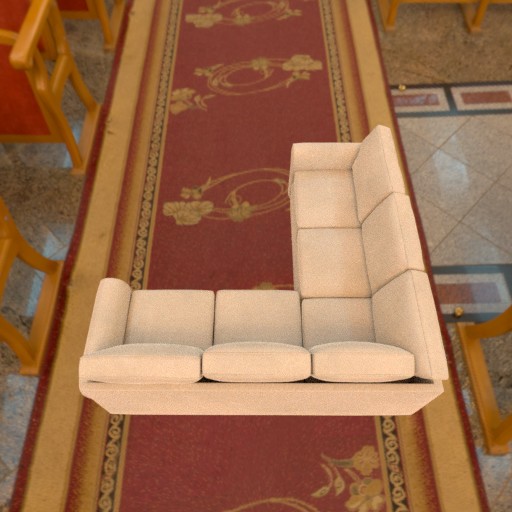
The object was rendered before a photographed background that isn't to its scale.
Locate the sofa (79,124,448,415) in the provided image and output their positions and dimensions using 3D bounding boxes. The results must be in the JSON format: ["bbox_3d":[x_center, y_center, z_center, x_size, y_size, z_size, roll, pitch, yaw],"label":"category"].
[{"bbox_3d":[0.000,0.000,3.871,2.569,1.054,2.487,0,59,0],"label":"sofa"}]
